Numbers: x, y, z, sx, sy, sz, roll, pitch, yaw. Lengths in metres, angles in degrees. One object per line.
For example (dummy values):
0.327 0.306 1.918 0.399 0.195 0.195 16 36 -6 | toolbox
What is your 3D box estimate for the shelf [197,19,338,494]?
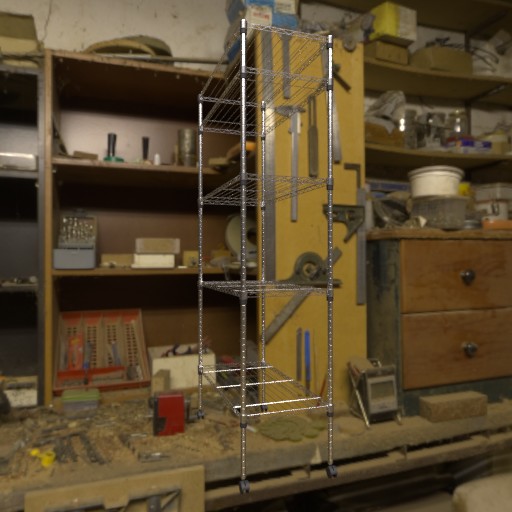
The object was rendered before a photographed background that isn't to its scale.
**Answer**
0.000 0.000 1.879 0.356 1.587 0.762 0 0 -19 | shelf
